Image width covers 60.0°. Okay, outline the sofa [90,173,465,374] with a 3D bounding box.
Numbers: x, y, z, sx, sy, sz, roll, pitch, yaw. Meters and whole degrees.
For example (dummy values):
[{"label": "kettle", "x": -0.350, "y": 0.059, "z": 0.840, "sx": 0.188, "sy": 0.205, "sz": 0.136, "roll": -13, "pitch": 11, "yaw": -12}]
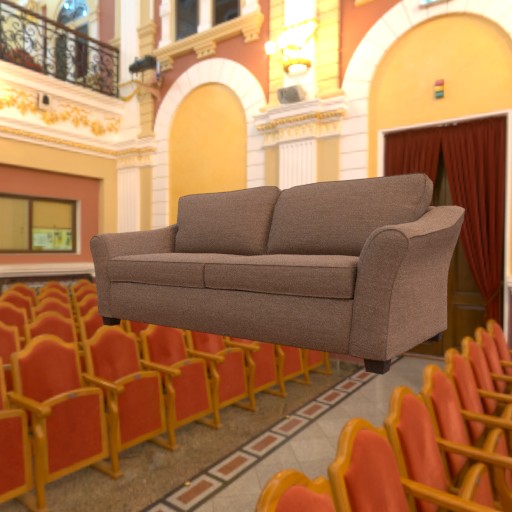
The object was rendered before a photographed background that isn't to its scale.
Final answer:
[{"label": "sofa", "x": 0.000, "y": 0.000, "z": 2.803, "sx": 2.270, "sy": 0.965, "sz": 0.980, "roll": 1, "pitch": 2, "yaw": 37}]
